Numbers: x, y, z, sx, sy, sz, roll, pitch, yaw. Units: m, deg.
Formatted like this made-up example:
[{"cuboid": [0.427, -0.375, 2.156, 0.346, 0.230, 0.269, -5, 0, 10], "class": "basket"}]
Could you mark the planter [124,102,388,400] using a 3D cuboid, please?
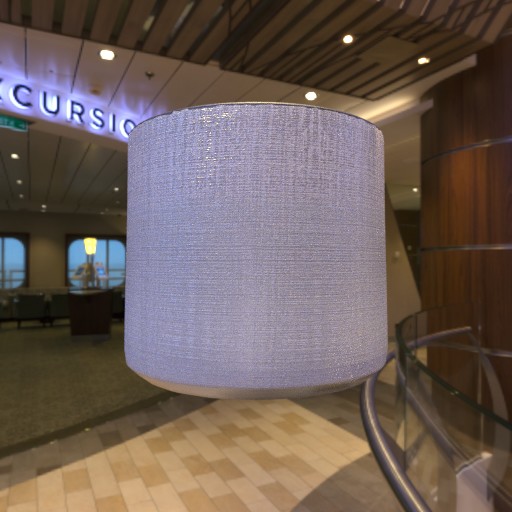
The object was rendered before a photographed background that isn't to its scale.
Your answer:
[{"cuboid": [0.000, 0.000, 0.221, 0.125, 0.112, 0.125, 0, -1, 0], "class": "planter"}]
